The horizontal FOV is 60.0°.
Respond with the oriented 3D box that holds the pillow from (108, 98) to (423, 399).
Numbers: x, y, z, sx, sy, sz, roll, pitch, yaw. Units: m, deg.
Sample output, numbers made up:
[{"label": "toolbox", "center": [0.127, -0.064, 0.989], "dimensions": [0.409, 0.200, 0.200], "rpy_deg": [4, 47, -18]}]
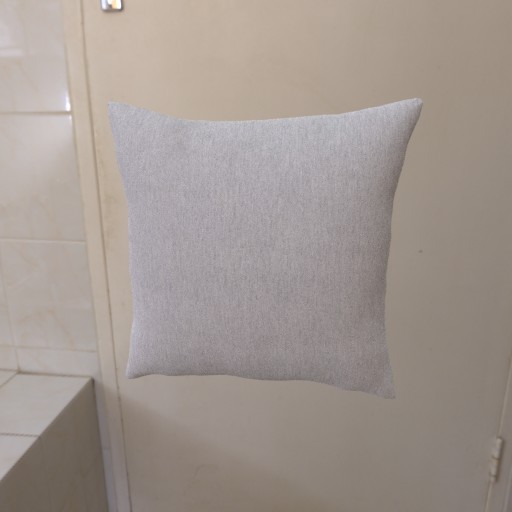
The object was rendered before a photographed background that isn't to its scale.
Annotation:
[{"label": "pillow", "center": [0.000, 0.000, 0.654], "dimensions": [0.433, 0.436, 0.173], "rpy_deg": [2, 16, 8]}]
